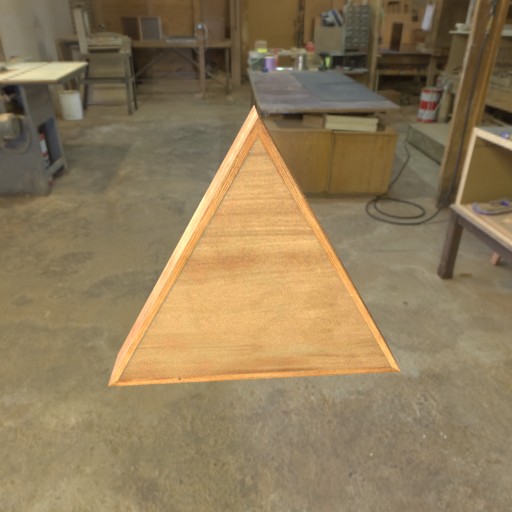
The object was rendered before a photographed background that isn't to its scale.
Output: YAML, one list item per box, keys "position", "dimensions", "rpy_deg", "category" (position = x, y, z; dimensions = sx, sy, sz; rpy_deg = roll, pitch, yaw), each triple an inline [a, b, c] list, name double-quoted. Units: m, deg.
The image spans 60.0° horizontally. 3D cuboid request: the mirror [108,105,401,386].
- position: [0.000, 0.000, 0.862]
  dimensions: [0.631, 0.548, 0.100]
  rpy_deg: [-2, 29, -3]
  category: "mirror"
